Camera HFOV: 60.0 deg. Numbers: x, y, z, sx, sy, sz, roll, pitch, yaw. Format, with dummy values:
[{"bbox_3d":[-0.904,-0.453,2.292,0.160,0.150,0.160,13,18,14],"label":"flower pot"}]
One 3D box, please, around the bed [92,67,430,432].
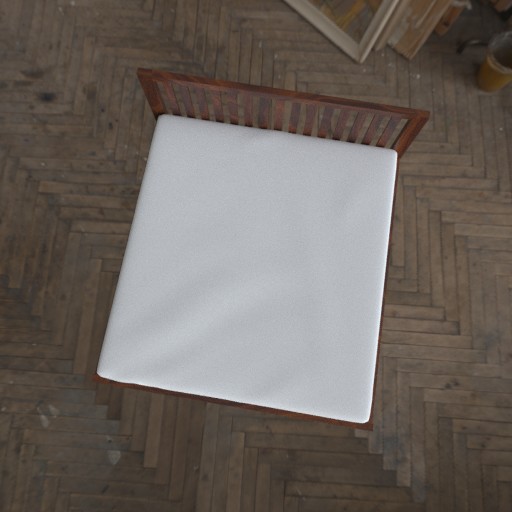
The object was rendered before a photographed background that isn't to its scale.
[{"bbox_3d":[0.000,0.000,3.063,1.905,0.890,2.030,9,77,2],"label":"bed"}]
